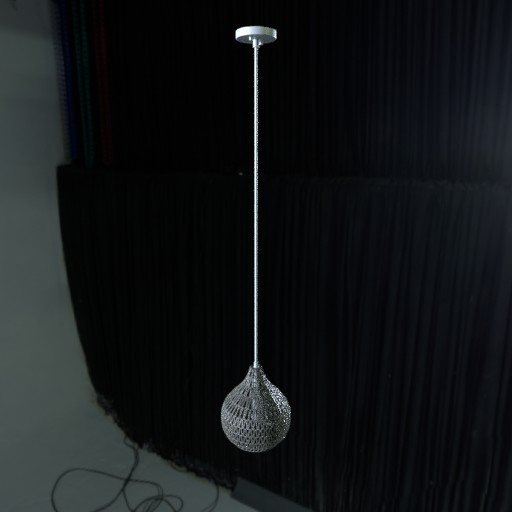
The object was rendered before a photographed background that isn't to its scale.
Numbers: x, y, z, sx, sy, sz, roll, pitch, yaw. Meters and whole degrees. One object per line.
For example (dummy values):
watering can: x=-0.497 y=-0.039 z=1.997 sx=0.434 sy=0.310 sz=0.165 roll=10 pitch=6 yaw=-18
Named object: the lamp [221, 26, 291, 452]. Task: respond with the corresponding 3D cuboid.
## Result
lamp: x=0.000 y=0.000 z=2.068 sx=0.355 sy=1.919 sz=0.355 roll=7 pitch=15 yaw=26
